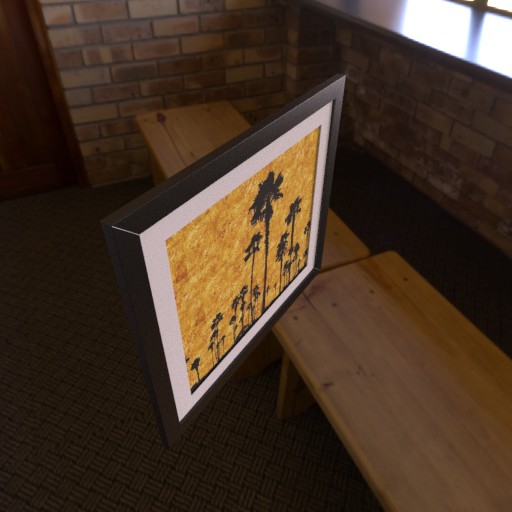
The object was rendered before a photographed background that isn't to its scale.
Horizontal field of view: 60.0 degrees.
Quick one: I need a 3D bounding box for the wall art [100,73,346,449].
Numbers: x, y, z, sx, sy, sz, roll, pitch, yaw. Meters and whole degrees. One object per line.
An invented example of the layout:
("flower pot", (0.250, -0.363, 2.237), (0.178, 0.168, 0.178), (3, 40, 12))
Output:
("wall art", (0.000, 0.000, 0.544), (0.012, 0.332, 0.383), (24, 46, 25))
